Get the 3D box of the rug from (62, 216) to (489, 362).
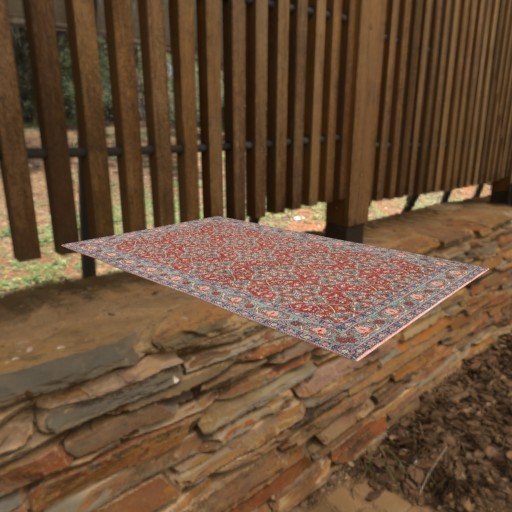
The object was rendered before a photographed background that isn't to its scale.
[{"bbox_3d":[0.000,0.000,2.945,2.439,0.011,1.533,15,21,41],"label":"rug"}]
